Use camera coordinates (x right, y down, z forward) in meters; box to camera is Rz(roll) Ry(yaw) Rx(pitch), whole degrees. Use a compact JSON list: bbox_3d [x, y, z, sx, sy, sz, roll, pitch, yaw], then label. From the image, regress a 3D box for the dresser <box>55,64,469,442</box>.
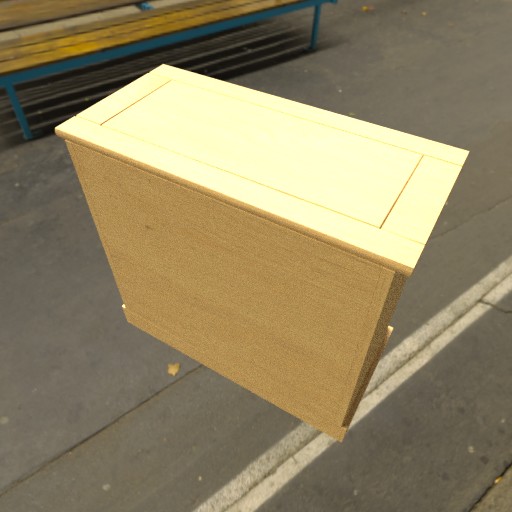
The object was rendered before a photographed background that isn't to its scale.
[{"bbox_3d":[0.000,0.000,1.381,0.915,0.835,0.440,24,51,21],"label":"dresser"}]
